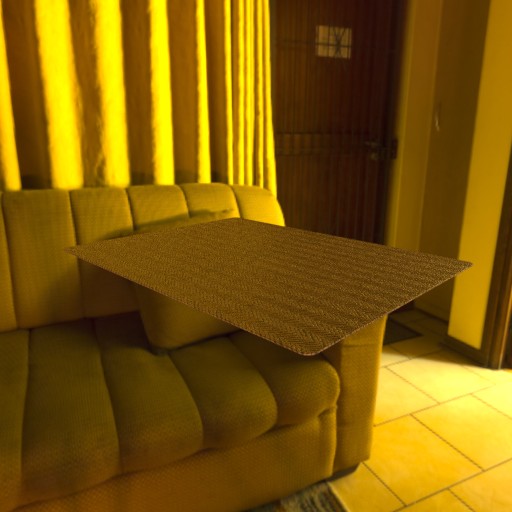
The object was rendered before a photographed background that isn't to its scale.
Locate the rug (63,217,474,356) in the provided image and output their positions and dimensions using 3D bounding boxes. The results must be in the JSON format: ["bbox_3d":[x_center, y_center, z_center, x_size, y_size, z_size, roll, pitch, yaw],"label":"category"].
[{"bbox_3d":[0.000,0.000,4.276,3.207,0.014,2.439,15,22,43],"label":"rug"}]
